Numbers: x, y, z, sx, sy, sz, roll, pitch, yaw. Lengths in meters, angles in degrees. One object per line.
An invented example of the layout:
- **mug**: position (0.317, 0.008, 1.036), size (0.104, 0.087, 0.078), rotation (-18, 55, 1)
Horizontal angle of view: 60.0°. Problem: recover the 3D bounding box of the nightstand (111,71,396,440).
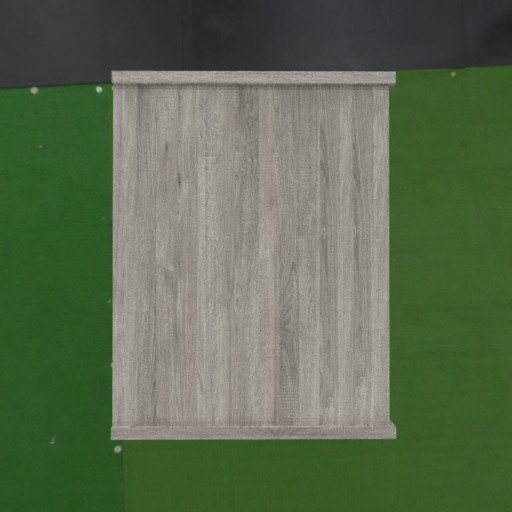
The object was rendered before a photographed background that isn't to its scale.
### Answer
- **nightstand**: position (0.000, 0.000, 0.828), size (0.380, 0.500, 0.480), rotation (0, 90, 0)
